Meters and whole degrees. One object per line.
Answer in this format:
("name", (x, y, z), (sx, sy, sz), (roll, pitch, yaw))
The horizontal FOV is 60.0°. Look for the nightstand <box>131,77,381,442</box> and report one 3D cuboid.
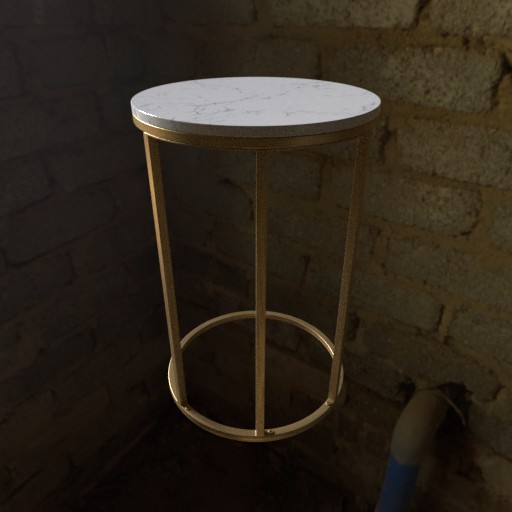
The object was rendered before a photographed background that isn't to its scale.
("nightstand", (0.000, 0.000, 0.882), (0.400, 0.610, 0.400), (-1, 30, -2))
